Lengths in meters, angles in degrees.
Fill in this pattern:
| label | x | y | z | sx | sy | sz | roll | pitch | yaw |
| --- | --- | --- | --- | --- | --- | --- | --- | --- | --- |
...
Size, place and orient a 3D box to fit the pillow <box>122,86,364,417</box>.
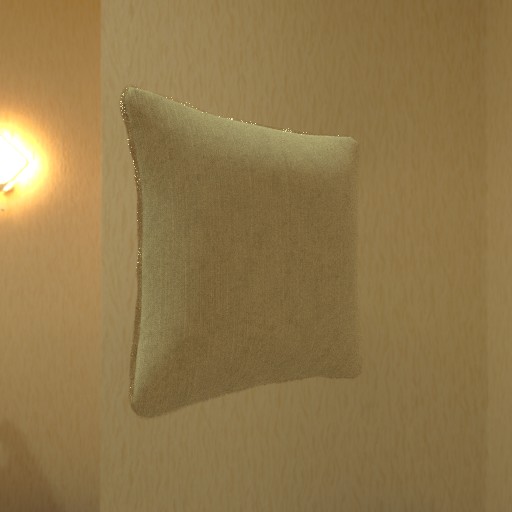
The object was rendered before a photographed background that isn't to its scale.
| label | x | y | z | sx | sy | sz | roll | pitch | yaw |
| --- | --- | --- | --- | --- | --- | --- | --- | --- | --- |
| pillow | 0.000 | 0.000 | 0.840 | 0.538 | 0.525 | 0.216 | 0 | 0 | -36 |
